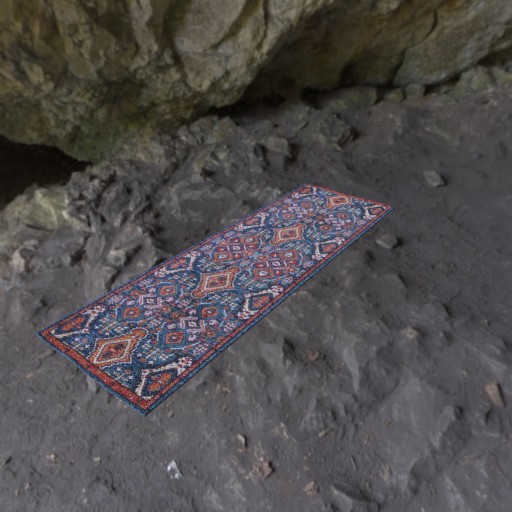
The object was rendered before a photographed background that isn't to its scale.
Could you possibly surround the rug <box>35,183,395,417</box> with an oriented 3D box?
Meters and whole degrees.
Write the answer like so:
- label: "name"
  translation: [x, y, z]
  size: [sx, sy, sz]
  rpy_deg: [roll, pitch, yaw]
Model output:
- label: "rug"
  translation: [0.000, 0.000, 2.752]
  size: [0.801, 0.010, 2.459]
  rpy_deg: [22, 37, 32]
